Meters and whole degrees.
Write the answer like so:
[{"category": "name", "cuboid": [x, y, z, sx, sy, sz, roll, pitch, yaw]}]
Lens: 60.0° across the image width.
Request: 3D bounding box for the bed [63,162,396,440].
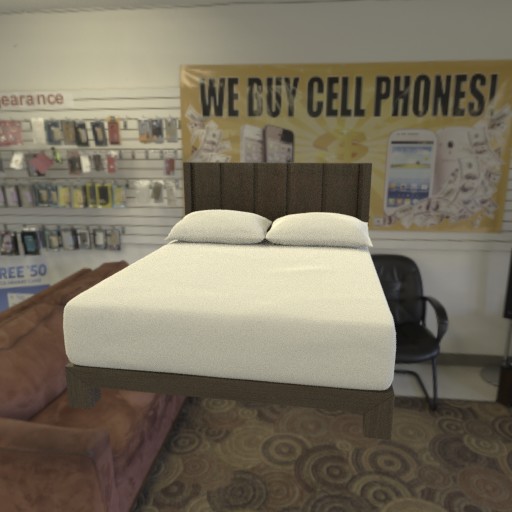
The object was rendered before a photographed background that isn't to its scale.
[{"category": "bed", "cuboid": [0.000, 0.000, 3.216, 1.727, 1.270, 2.242, 2, 14, 9]}]
